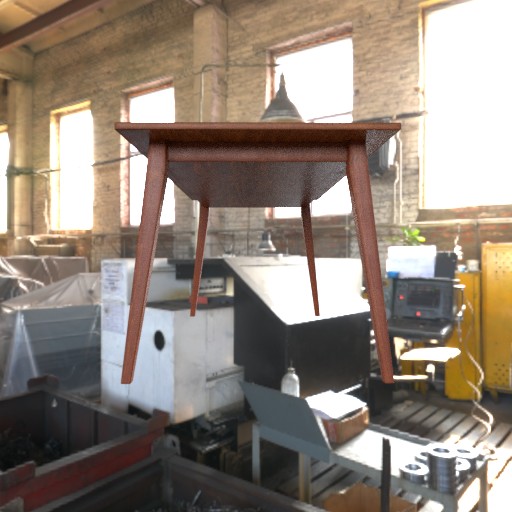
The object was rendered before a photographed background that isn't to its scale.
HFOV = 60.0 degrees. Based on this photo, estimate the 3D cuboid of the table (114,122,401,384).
[{"bbox_3d":[0.000,0.000,2.051,0.811,0.755,1.609,0,0,0],"label":"table"}]
